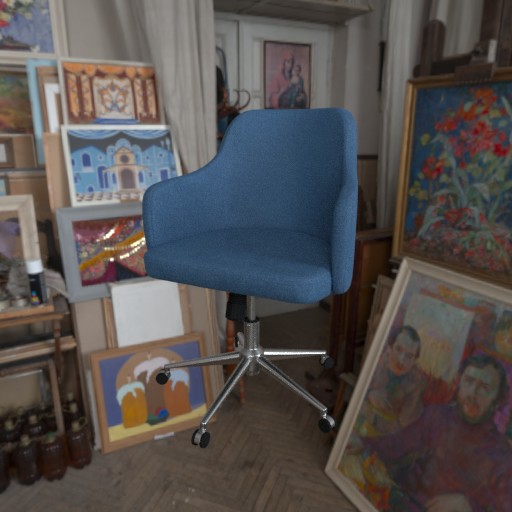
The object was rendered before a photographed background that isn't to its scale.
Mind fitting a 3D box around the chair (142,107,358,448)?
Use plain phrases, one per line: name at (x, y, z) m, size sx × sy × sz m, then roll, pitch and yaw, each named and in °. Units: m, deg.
chair at (0.000, 0.000, 1.257) m, size 0.599 × 0.820 × 0.655 m, roll 8°, pitch 17°, yaw 26°
